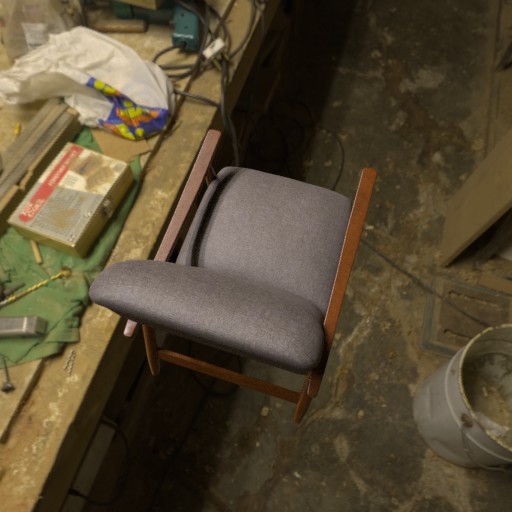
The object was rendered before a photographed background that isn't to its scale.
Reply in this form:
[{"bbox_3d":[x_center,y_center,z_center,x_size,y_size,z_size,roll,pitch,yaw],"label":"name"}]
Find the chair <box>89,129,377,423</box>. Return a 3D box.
[{"bbox_3d":[0.000,0.000,1.788,0.762,1.081,1.014,16,64,8],"label":"chair"}]
